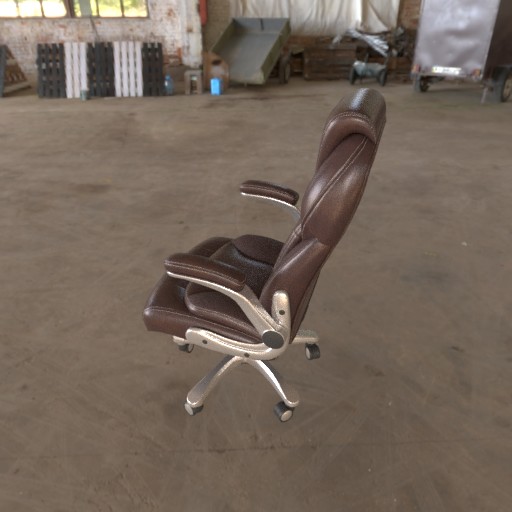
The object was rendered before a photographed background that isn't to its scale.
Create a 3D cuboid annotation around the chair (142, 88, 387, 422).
[{"bbox_3d":[0.000,0.000,1.625,0.774,1.160,0.733,9,31,16],"label":"chair"}]
